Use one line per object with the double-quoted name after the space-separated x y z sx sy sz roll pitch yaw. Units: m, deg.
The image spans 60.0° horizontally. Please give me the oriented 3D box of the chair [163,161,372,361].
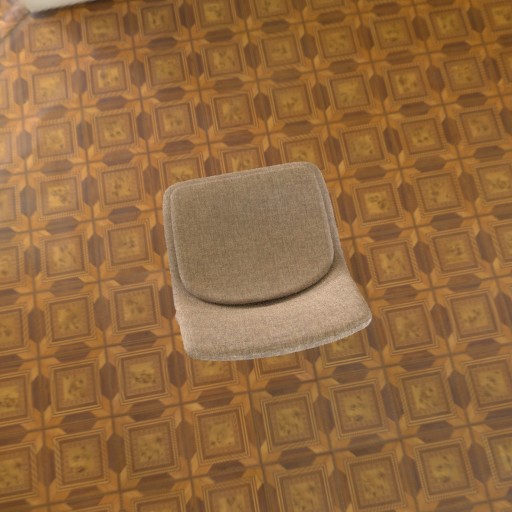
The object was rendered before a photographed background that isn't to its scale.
0.000 0.000 1.169 0.479 0.858 0.518 -10 77 -2 "chair"
